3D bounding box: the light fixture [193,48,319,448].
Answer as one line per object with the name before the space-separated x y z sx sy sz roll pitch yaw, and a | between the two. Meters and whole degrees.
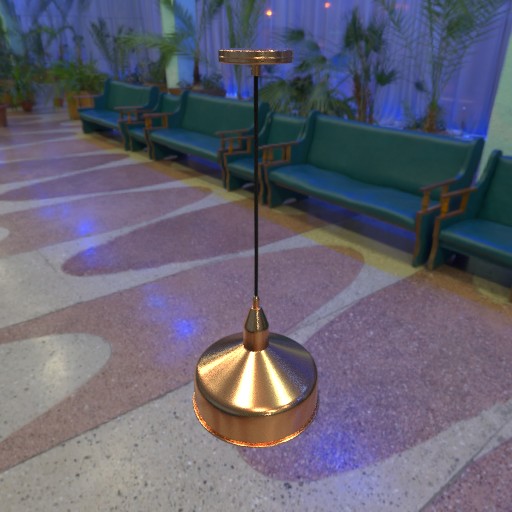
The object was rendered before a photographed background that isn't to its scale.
light fixture | 0.000 0.000 0.891 0.301 0.754 0.301 -19 32 -32
